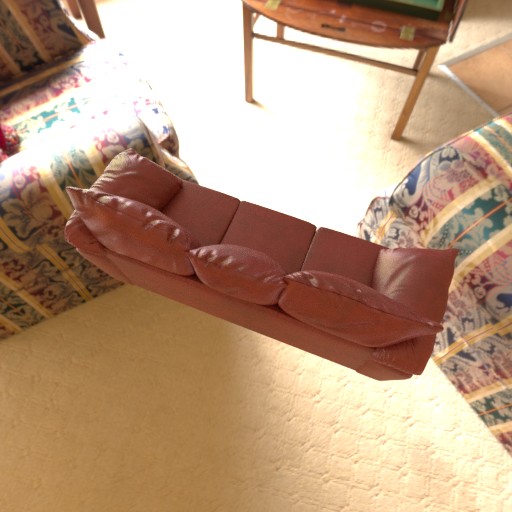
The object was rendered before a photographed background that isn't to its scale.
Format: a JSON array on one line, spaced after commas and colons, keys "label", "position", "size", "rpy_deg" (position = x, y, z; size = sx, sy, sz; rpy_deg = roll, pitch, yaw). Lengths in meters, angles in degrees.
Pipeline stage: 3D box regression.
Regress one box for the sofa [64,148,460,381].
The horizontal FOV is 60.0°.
[{"label": "sofa", "position": [0.000, 0.000, 2.931], "size": [2.390, 1.091, 0.907], "rpy_deg": [20, 64, 10]}]
